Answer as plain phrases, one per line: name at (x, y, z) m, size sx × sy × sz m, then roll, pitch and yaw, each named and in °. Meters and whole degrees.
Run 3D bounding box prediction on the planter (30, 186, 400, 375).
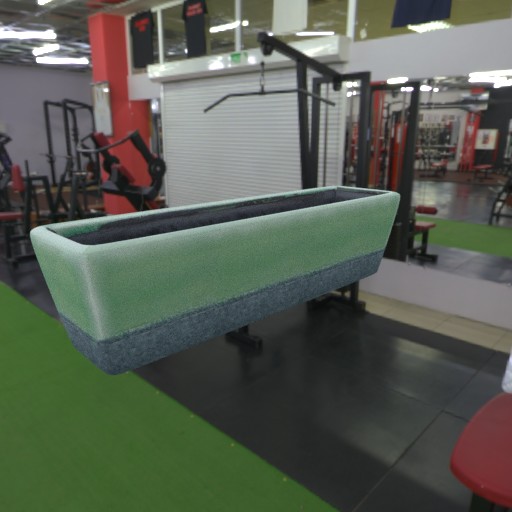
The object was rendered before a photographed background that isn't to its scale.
planter at (0.000, 0.000, 0.313) m, size 0.275 × 0.072 × 0.072 m, roll -15°, pitch 21°, yaw -42°
